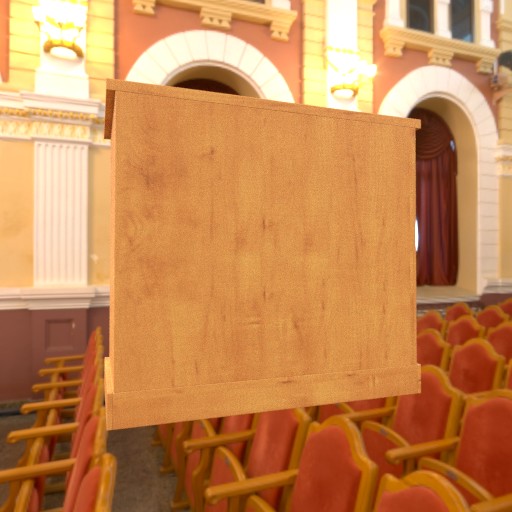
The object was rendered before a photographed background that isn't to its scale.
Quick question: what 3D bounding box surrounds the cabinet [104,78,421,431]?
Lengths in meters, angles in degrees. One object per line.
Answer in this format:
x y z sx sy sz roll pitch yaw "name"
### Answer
0.000 0.000 1.419 0.920 0.840 0.450 0 -1 -20 "cabinet"
